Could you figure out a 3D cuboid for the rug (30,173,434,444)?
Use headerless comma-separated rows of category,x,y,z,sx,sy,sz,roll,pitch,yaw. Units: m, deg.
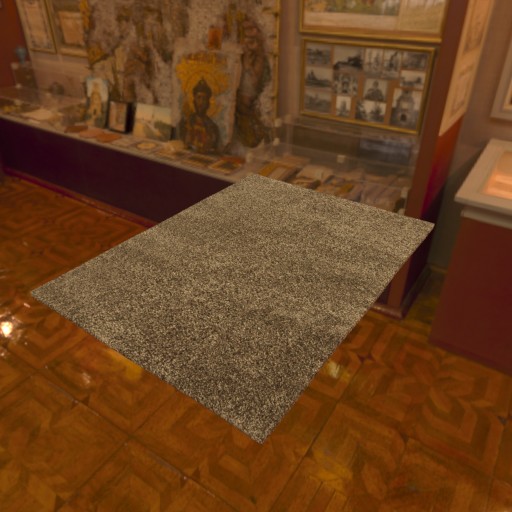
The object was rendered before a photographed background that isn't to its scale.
rug,0.000,0.000,2.118,1.198,0.025,1.601,21,39,29
